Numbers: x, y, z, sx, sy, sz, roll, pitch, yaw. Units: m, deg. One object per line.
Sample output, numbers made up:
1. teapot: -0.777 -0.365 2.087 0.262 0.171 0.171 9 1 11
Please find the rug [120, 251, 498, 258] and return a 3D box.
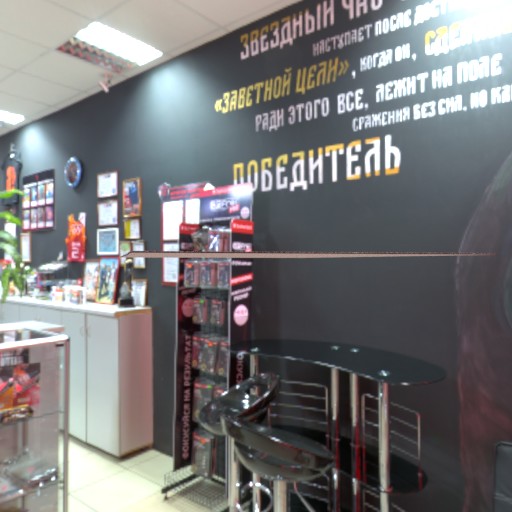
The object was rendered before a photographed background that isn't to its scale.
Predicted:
1. rug: 0.000 0.000 5.040 2.894 0.011 3.957 0 -1 -18
